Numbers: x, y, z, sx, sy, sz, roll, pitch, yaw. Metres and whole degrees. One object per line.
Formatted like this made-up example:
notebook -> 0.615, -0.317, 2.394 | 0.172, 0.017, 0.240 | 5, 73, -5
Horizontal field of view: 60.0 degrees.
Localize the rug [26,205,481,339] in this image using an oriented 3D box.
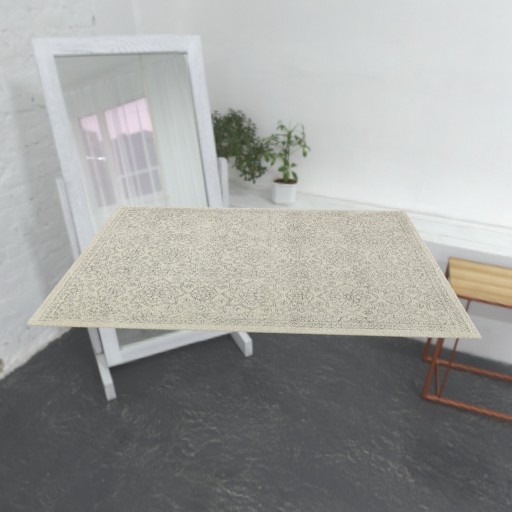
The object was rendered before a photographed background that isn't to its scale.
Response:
rug -> 0.000, 0.000, 2.875 | 2.286, 0.011, 1.524 | 1, 30, 2
